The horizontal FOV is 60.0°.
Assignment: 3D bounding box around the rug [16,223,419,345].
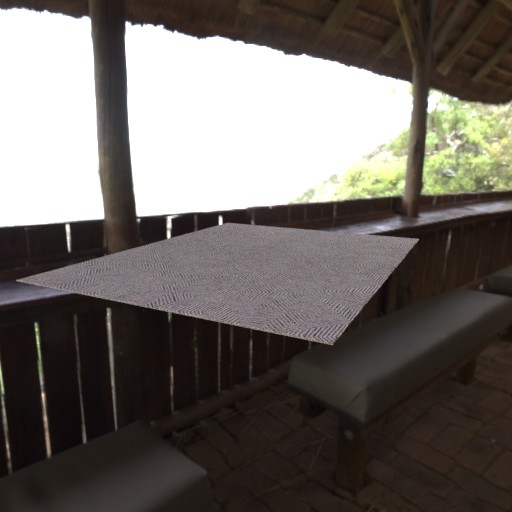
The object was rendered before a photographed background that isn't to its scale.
[{"bbox_3d":[0.000,0.000,4.064,2.442,0.008,3.046,7,15,27],"label":"rug"}]
